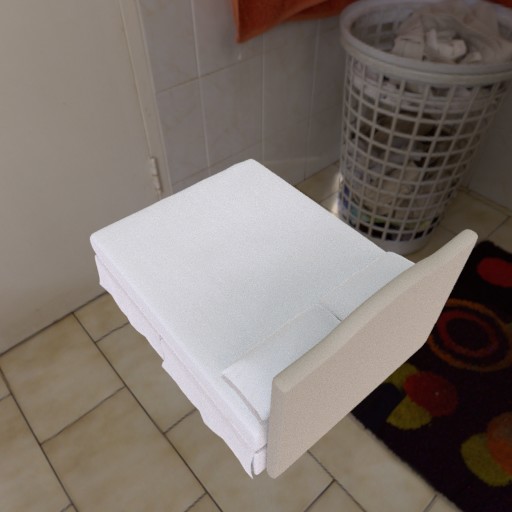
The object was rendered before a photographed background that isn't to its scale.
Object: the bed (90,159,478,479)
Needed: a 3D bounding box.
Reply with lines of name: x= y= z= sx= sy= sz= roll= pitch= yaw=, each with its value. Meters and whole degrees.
bed: x=0.000 y=0.000 z=3.590 sx=1.977 sy=1.437 sz=2.477 roll=-31 pitch=54 yaw=-26
